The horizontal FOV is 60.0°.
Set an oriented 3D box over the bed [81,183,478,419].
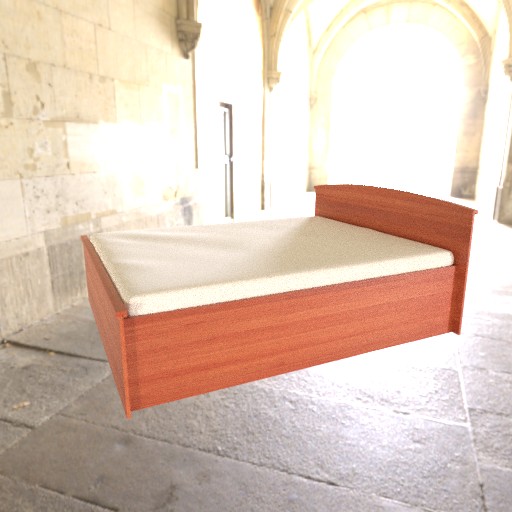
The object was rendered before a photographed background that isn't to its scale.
[{"bbox_3d":[0.000,0.000,2.963,2.053,0.848,1.683,-7,16,-25],"label":"bed"}]
